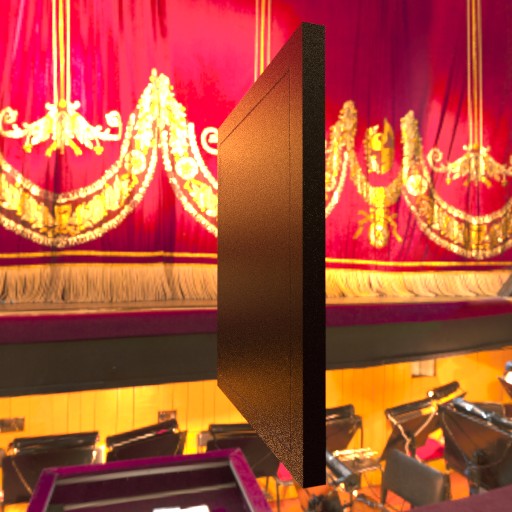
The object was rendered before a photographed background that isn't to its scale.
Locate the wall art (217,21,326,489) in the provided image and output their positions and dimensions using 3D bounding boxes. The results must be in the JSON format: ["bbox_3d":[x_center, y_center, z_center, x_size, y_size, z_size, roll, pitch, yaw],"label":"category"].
[{"bbox_3d":[0.000,0.000,0.754,0.031,0.558,0.461,0,-1,-18],"label":"wall art"}]
